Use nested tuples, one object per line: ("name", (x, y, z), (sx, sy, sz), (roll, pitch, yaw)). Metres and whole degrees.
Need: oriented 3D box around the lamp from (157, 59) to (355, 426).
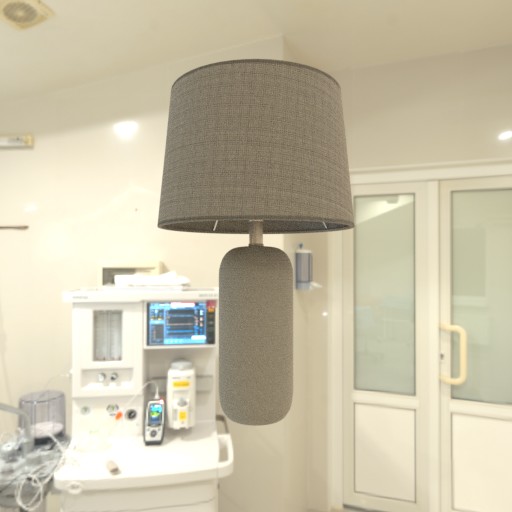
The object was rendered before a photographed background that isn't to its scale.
("lamp", (0.000, 0.000, 0.844), (0.367, 0.609, 0.367), (0, -1, 0))
